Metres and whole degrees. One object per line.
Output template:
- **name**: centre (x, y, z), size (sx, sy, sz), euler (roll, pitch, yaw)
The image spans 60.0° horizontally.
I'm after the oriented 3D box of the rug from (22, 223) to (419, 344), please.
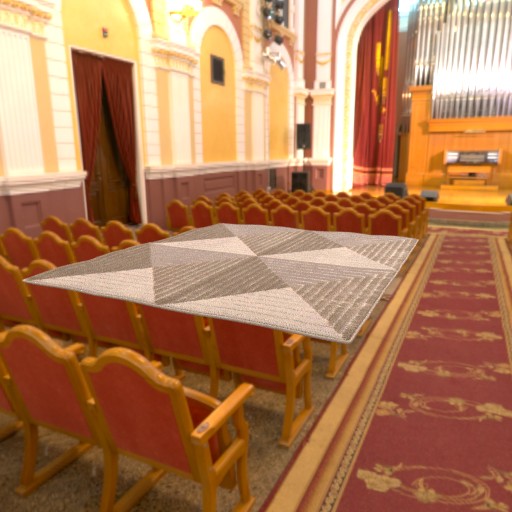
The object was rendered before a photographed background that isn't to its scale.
- **rug**: centre (0.000, 0.000, 0.885), size (0.551, 0.008, 0.642), euler (7, 15, 25)
